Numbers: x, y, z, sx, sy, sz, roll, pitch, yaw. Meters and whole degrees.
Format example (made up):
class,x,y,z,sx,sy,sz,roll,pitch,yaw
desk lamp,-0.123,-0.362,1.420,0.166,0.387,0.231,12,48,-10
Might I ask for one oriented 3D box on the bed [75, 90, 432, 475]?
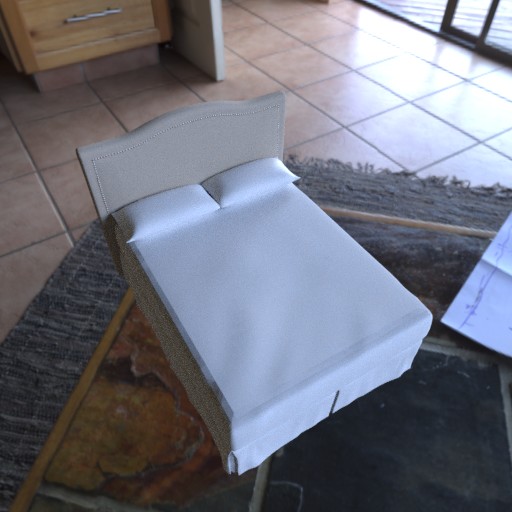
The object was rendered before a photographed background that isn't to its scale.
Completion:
class,x,y,z,sx,sy,sz,roll,pitch,yaw
bed,0.000,0.000,3.144,1.678,1.398,2.052,-23,51,-21
